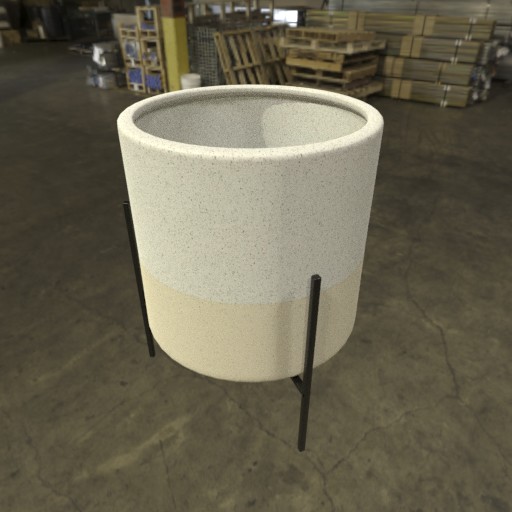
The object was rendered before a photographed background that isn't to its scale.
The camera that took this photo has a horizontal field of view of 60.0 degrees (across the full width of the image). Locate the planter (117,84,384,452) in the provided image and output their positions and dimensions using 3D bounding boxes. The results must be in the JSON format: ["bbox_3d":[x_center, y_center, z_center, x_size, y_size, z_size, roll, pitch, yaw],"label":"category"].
[{"bbox_3d":[0.000,0.000,0.648,0.313,0.423,0.335,21,38,30],"label":"planter"}]
